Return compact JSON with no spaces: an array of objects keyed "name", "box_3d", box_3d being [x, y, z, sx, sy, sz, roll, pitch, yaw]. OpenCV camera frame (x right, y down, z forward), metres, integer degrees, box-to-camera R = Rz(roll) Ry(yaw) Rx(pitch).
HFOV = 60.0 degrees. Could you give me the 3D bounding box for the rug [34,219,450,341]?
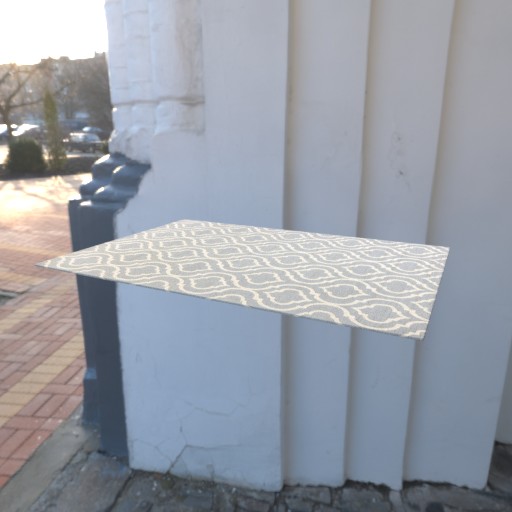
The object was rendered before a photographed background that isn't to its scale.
[{"name":"rug","box_3d":[0.000,0.000,2.678,2.080,0.010,1.451,8,18,25]}]
